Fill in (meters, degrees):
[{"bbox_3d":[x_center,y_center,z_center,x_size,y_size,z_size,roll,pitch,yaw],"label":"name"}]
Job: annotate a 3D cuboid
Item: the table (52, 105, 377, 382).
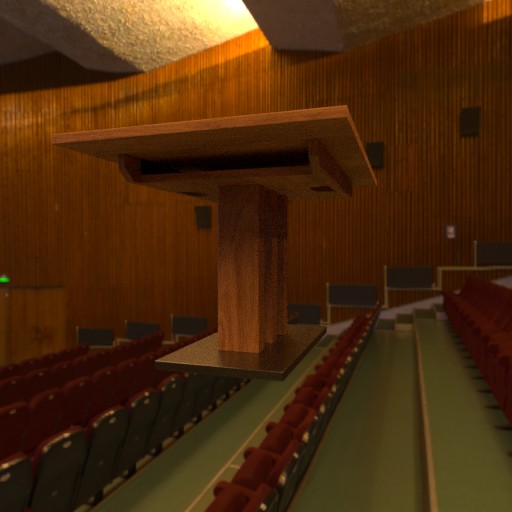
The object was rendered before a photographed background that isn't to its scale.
[{"bbox_3d":[0.000,0.000,1.852,0.900,0.770,1.300,0,1,18],"label":"table"}]
